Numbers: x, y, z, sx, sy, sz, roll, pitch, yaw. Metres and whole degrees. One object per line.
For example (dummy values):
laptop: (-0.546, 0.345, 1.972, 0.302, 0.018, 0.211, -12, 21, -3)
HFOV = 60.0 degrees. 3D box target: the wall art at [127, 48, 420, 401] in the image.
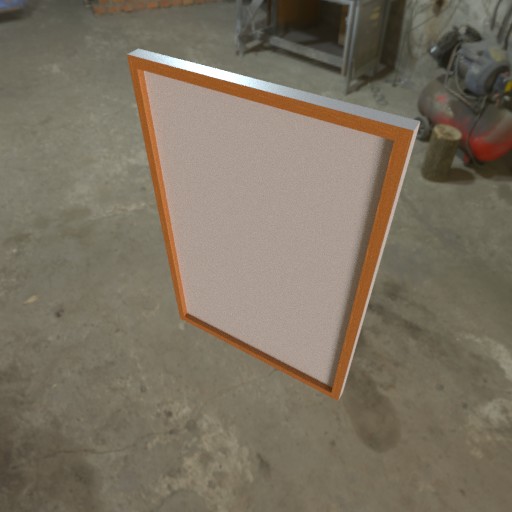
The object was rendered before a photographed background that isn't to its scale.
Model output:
wall art: (0.000, 0.000, 1.153, 0.610, 0.916, 0.037, 23, 50, 21)
